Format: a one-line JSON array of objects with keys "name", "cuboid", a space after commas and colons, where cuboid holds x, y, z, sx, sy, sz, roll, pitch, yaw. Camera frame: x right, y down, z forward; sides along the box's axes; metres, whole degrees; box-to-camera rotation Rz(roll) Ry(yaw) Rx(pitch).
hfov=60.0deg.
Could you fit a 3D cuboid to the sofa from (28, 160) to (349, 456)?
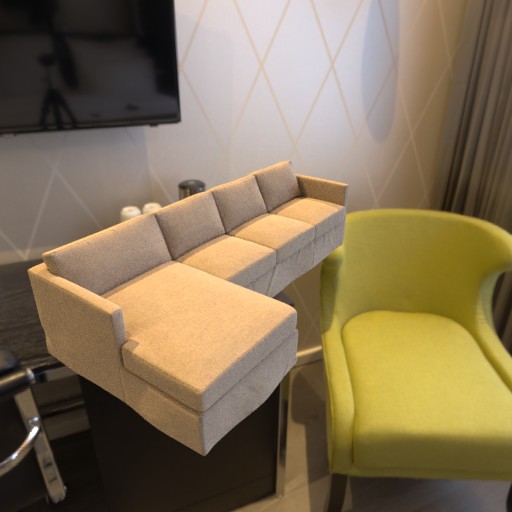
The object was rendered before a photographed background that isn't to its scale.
[{"name": "sofa", "cuboid": [0.000, 0.000, 3.890, 1.638, 0.920, 3.198, 18, 31, 32]}]
